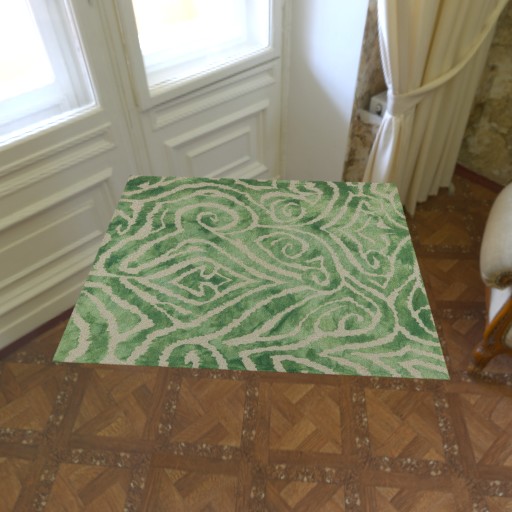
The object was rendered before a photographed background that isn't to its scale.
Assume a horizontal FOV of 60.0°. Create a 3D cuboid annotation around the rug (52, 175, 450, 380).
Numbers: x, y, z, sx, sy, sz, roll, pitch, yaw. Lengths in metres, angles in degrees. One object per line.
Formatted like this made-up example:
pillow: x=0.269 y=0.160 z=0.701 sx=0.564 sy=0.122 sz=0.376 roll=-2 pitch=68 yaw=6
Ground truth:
rug: x=0.000 y=0.000 z=4.233 sx=3.045 sy=0.007 sz=2.436 roll=2 pitch=46 yaw=2
